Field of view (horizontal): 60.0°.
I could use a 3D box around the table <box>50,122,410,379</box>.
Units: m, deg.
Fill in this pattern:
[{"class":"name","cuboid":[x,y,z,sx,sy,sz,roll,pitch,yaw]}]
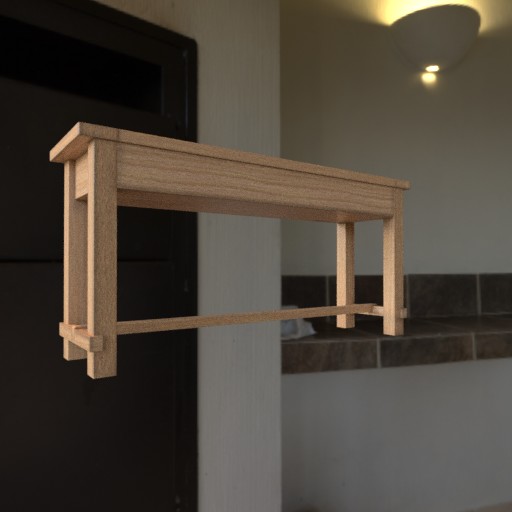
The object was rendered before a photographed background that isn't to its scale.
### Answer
[{"class":"table","cuboid":[0.000,0.000,1.936,1.599,0.762,0.442,1,-2,-36]}]
